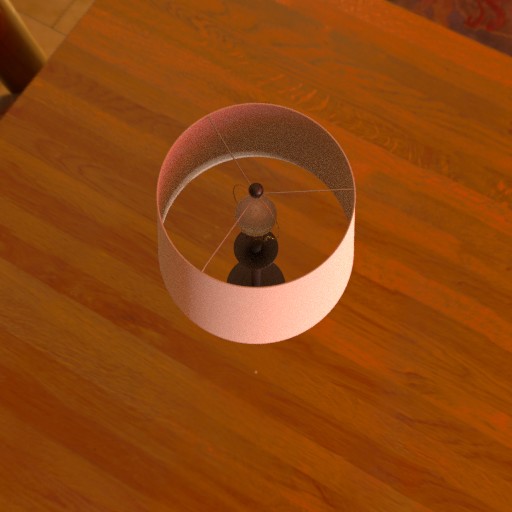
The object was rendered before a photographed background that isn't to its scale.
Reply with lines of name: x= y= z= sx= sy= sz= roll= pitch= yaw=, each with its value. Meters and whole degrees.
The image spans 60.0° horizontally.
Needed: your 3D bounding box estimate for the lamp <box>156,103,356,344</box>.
lamp: x=0.000 y=0.000 z=0.906 sx=0.363 sy=0.696 sz=0.363 roll=0 pitch=75 yaw=0
